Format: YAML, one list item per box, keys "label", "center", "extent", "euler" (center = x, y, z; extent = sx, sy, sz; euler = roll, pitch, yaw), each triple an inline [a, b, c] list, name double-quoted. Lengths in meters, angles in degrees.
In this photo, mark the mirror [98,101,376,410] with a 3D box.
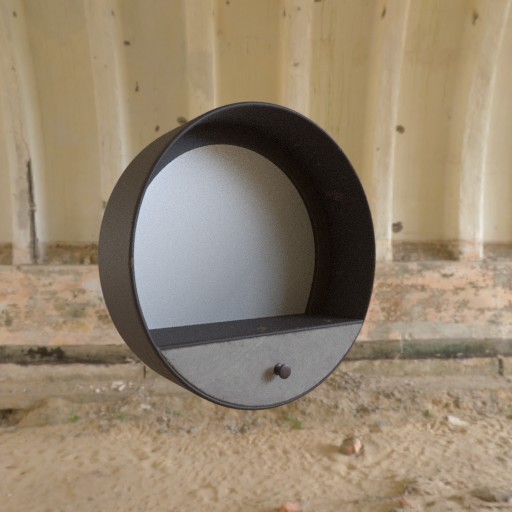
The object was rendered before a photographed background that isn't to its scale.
- label: "mirror"
  center: [0.000, 0.000, 0.600]
  extent: [0.386, 0.386, 0.126]
  euler: [0, 0, -36]
